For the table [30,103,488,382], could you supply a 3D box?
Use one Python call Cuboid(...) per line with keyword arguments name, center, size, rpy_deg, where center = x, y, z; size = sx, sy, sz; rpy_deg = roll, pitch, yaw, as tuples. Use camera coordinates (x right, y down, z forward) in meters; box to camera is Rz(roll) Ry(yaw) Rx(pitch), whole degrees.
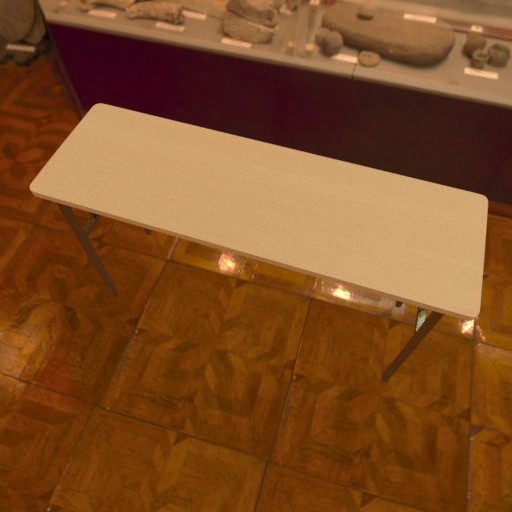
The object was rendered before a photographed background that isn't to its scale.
Cuboid(name="table", center=(0.000, 0.000, 1.719), size=(1.397, 0.750, 0.446), rpy_deg=(16, 59, 10))
